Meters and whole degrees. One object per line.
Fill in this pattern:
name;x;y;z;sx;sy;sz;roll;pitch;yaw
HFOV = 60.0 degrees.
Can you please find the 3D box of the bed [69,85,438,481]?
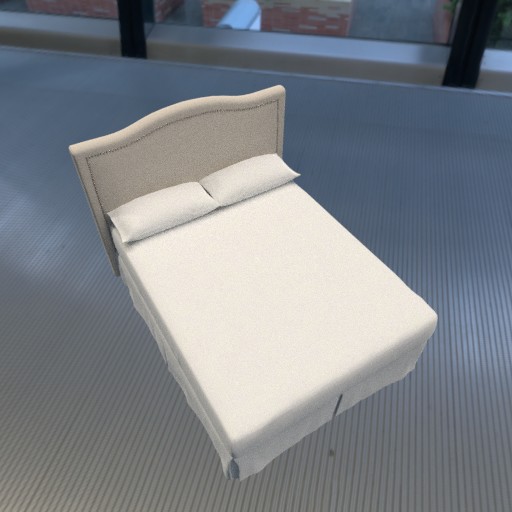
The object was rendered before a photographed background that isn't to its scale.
bed;0.000;0.000;3.196;1.753;1.460;2.143;-24;51;-21
